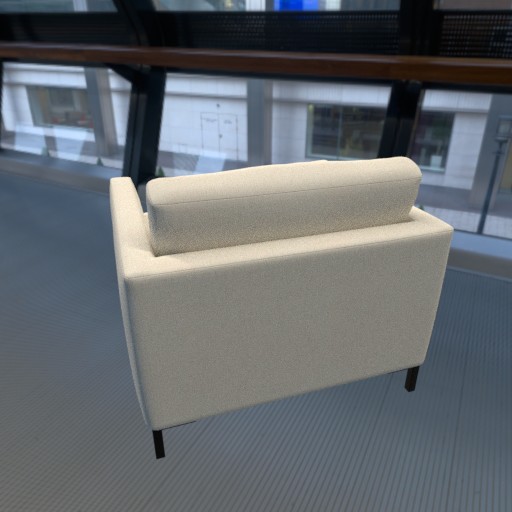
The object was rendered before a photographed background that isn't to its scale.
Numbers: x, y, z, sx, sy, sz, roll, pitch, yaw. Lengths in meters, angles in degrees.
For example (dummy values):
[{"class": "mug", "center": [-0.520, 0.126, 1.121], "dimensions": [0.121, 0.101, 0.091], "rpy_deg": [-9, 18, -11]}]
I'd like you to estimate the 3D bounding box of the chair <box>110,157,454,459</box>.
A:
[{"class": "chair", "center": [0.000, 0.000, 1.610], "dimensions": [0.964, 0.806, 0.875], "rpy_deg": [-8, 27, -17]}]
